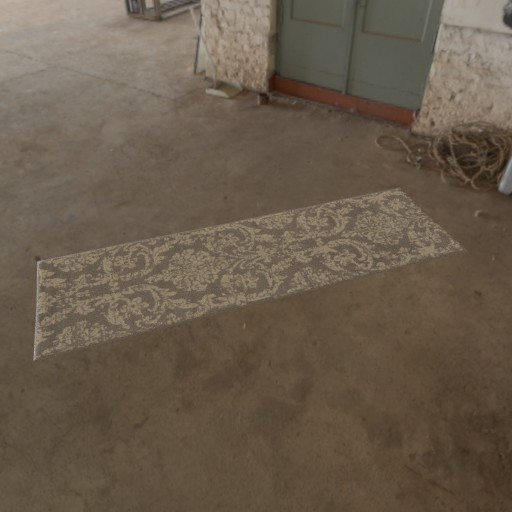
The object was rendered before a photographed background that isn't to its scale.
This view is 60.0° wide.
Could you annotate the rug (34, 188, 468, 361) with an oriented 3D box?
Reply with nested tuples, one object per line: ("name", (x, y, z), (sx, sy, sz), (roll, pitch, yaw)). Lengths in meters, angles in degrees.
("rug", (0.000, 0.000, 2.359), (2.196, 0.011, 0.662), (-13, 43, -14))
